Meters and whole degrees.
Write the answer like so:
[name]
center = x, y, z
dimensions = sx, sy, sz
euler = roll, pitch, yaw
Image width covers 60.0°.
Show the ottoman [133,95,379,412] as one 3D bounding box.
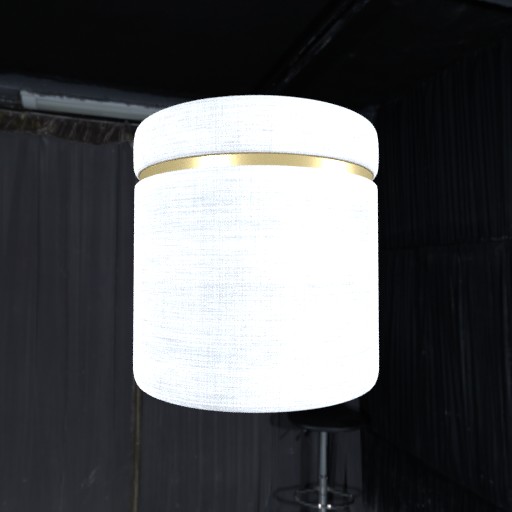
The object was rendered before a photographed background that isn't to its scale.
[ottoman]
center = 0.000, 0.000, 0.747
dimensions = 0.400, 0.406, 0.400
euler = 0, -2, 0
